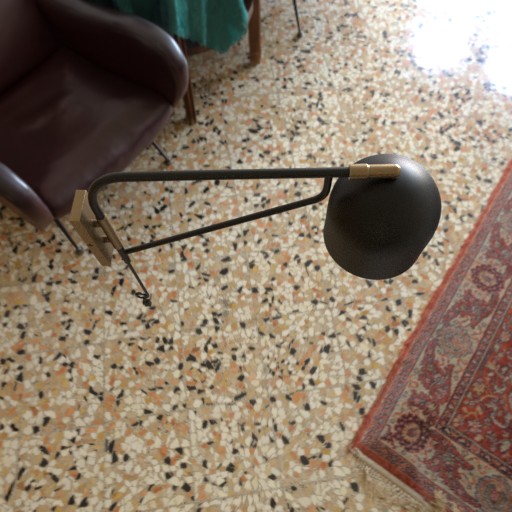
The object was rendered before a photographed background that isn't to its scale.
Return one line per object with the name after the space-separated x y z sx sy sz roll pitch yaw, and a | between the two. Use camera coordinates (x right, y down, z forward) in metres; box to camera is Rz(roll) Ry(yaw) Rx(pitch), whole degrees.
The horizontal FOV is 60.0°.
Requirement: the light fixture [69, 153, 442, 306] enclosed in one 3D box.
0.000 0.000 1.066 0.720 0.696 0.215 0 64 0 | light fixture
